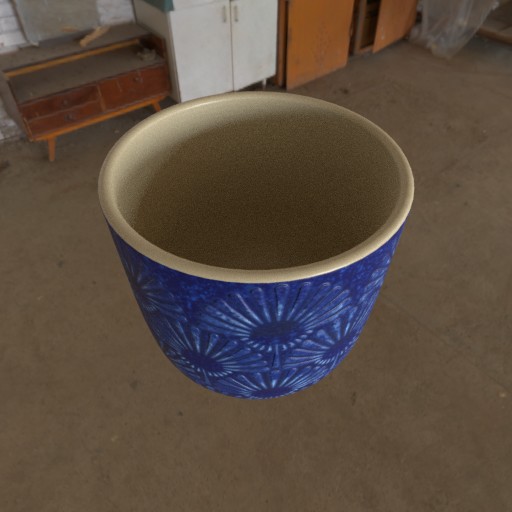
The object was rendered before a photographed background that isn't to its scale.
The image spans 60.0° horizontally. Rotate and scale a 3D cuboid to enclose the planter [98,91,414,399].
[{"bbox_3d":[0.000,0.000,0.217,0.124,0.109,0.124,0,47,0],"label":"planter"}]
